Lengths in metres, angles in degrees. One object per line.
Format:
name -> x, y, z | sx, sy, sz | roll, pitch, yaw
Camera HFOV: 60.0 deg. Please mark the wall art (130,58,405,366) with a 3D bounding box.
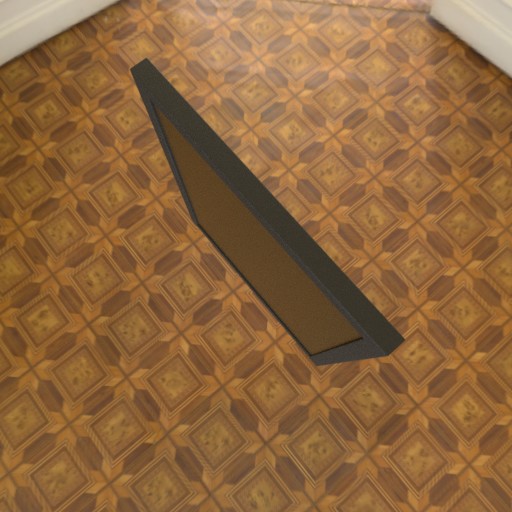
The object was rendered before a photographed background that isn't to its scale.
wall art -> 0.000, 0.000, 0.777 | 0.028, 0.558, 0.457 | -39, 78, -10
